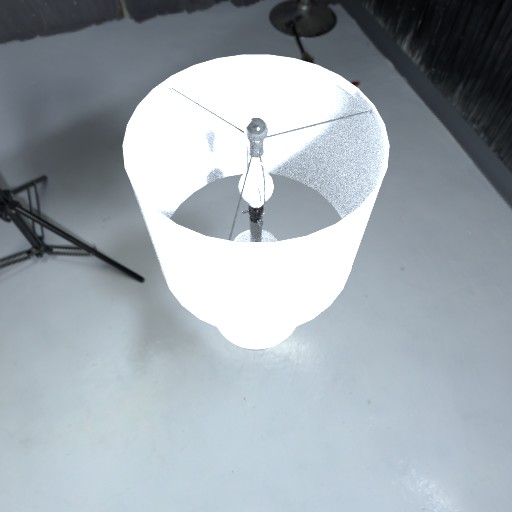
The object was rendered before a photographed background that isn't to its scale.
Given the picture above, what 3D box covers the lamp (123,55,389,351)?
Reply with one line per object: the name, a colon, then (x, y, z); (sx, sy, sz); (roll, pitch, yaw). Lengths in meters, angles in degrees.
lamp: (0.000, 0.000, 0.862); (0.357, 0.673, 0.357); (-17, 60, -10)
